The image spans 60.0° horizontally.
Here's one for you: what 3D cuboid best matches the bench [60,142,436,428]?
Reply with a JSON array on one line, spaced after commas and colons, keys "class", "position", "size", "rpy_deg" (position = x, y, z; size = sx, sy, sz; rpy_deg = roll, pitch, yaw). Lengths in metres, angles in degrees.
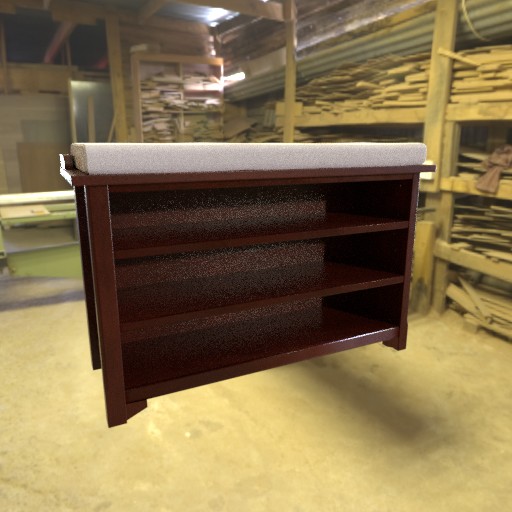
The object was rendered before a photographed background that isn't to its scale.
[{"class": "bench", "position": [0.000, 0.000, 1.302], "size": [0.987, 0.646, 0.369], "rpy_deg": [-7, 16, -25]}]
